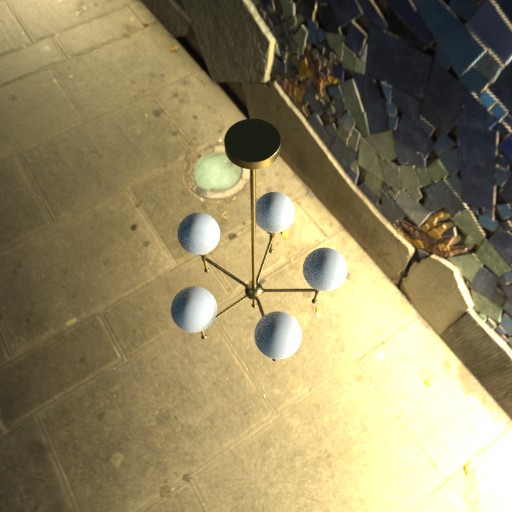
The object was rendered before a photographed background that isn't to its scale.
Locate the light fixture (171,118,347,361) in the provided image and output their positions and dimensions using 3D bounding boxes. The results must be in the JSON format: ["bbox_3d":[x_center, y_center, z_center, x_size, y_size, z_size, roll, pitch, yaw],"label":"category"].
[{"bbox_3d":[0.000,0.000,1.831,0.815,1.331,0.785,-17,64,-8],"label":"light fixture"}]
